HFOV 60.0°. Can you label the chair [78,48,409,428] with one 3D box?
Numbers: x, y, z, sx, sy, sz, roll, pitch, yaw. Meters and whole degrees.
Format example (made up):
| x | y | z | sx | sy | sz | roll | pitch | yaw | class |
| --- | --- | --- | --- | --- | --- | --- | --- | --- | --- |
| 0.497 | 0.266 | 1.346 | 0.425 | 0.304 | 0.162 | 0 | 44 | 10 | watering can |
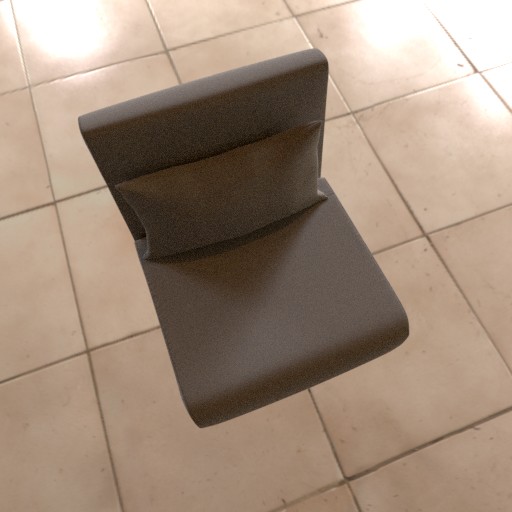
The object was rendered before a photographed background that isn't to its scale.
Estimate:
| x | y | z | sx | sy | sz | roll | pitch | yaw | class |
| --- | --- | --- | --- | --- | --- | --- | --- | --- | --- |
| 0.000 | 0.000 | 1.502 | 0.770 | 0.808 | 0.902 | -20 | 67 | -9 | chair |
